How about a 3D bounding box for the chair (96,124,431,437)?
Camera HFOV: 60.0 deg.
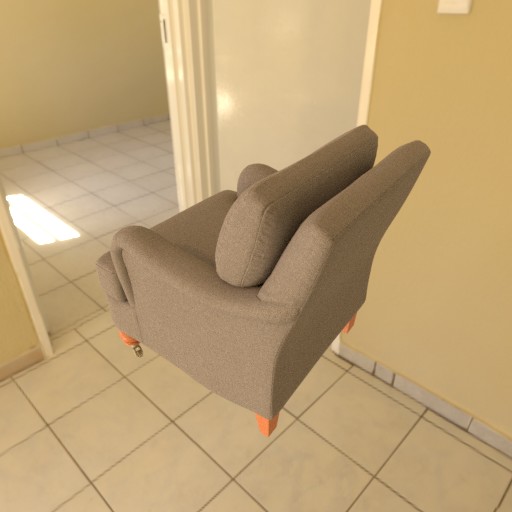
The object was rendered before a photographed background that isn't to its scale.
[{"bbox_3d":[0.000,0.000,1.907,1.070,1.038,0.955,20,37,29],"label":"chair"}]
